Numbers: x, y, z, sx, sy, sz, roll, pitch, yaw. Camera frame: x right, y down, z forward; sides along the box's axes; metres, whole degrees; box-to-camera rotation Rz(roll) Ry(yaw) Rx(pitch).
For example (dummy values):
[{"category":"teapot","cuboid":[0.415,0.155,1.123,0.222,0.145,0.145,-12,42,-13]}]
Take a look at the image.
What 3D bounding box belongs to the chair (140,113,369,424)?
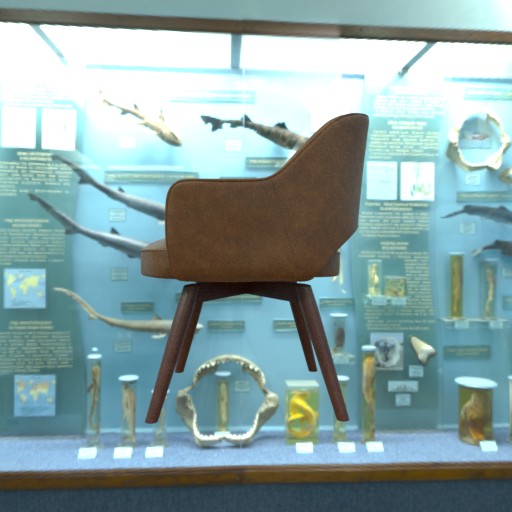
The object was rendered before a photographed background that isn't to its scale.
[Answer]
[{"category":"chair","cuboid":[0.000,0.000,1.268,0.640,0.777,0.591,0,0,-2]}]
